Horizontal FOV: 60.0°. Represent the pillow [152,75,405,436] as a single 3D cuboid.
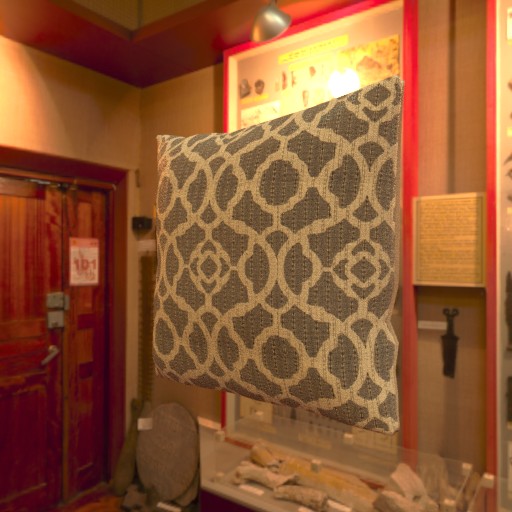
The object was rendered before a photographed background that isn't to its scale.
[{"bbox_3d":[0.000,0.000,0.763,0.508,0.498,0.215,0,0,37],"label":"pillow"}]
